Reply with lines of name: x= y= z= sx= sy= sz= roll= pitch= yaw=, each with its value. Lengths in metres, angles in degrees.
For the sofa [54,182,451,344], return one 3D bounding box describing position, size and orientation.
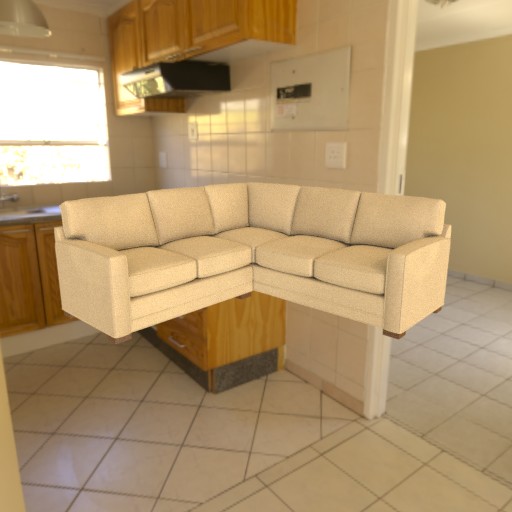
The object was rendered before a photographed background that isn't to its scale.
sofa: x=0.000 y=0.000 z=3.460 sx=2.189 sy=0.939 sz=2.182 roll=13 pitch=19 yaw=41
